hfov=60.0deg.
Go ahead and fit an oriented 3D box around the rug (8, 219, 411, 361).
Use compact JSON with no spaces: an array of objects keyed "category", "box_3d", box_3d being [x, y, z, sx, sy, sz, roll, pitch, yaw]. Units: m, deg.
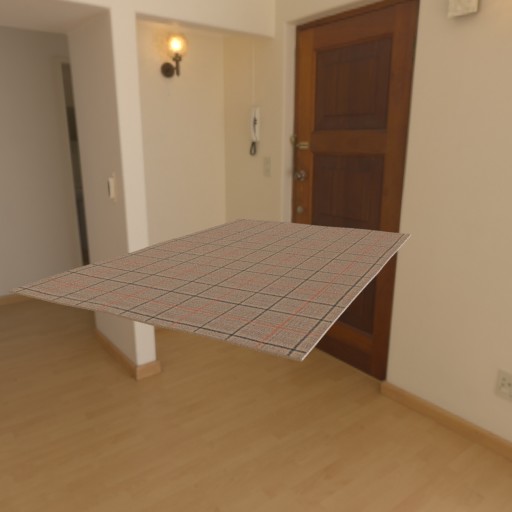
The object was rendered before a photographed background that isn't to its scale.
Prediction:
[{"category":"rug","box_3d":[0.000,0.000,2.234,1.220,0.013,1.829,7,16,26]}]
